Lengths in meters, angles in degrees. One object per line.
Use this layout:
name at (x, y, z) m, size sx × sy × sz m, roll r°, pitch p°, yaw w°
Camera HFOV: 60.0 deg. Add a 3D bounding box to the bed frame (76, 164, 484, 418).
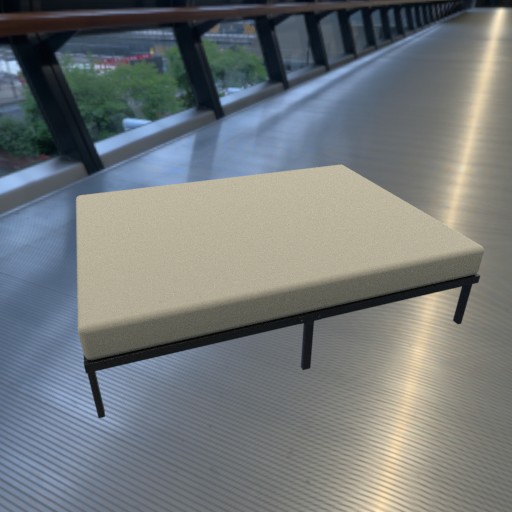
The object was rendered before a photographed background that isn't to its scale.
bed frame at (0.000, 0.000, 3.575) m, size 2.635 × 0.680 × 1.990 m, roll -10°, pitch 31°, yaw -17°
